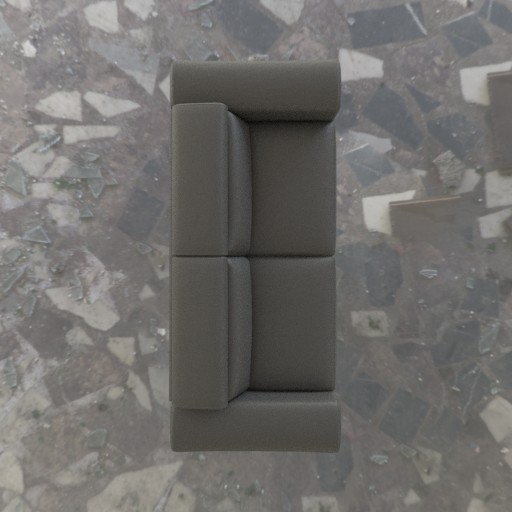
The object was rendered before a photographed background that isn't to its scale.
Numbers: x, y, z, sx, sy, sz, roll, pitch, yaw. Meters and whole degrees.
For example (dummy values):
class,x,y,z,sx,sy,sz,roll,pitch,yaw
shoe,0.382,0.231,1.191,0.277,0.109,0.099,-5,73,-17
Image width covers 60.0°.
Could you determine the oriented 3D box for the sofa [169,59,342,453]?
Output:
class,x,y,z,sx,sy,sz,roll,pitch,yaw
sofa,0.000,0.000,2.788,1.023,0.759,2.321,0,90,1
